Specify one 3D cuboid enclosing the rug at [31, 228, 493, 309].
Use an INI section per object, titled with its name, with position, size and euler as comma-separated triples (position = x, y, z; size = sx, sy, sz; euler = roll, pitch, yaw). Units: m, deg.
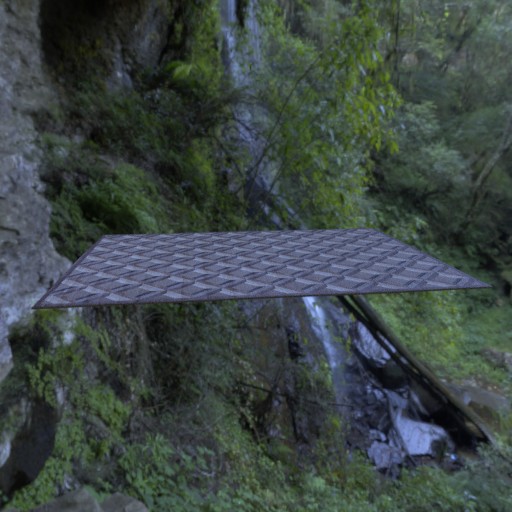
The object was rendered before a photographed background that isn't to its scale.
[rug]
position = 0.000, 0.000, 2.902
size = 2.260, 0.013, 1.600
euler = -2, 15, -7
